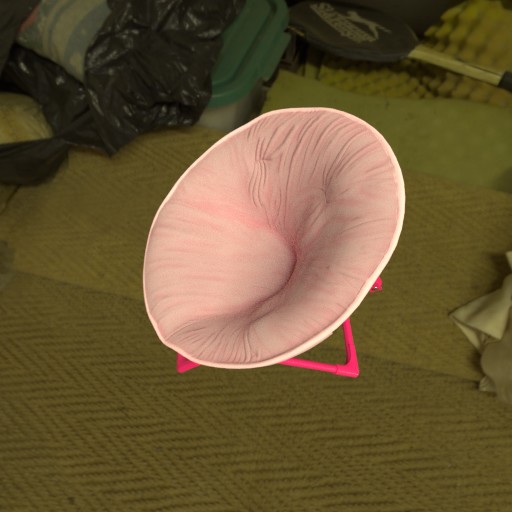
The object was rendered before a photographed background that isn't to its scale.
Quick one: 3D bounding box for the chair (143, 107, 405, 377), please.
[{"bbox_3d":[0.000,0.000,0.897,0.459,0.494,0.522,-2,59,-2],"label":"chair"}]
